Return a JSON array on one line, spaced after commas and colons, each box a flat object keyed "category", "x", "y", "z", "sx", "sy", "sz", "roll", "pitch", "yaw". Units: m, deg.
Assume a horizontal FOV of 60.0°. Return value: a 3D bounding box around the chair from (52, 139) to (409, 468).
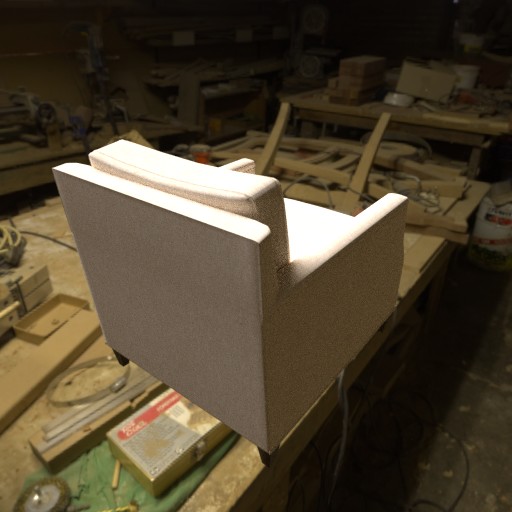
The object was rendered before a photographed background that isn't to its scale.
[{"category": "chair", "x": 0.000, "y": 0.000, "z": 1.725, "sx": 0.838, "sy": 0.940, "sz": 1.041, "roll": 21, "pitch": 35, "yaw": 33}]
